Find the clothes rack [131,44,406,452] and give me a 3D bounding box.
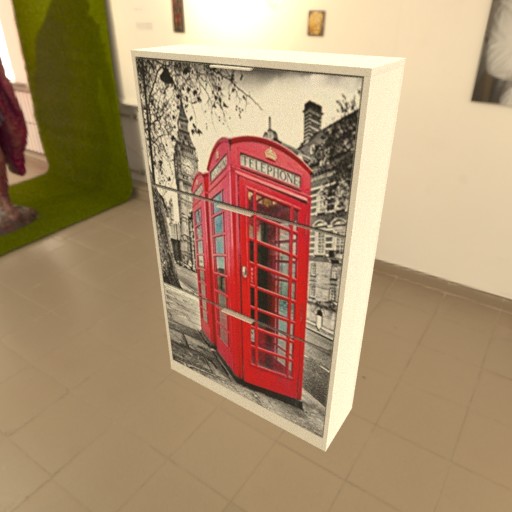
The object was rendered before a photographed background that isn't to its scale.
[{"bbox_3d":[0.000,0.000,1.536,0.750,1.280,0.250,18,35,29],"label":"clothes rack"}]
